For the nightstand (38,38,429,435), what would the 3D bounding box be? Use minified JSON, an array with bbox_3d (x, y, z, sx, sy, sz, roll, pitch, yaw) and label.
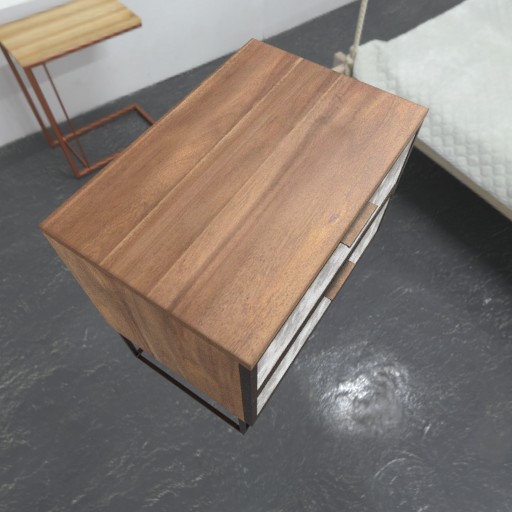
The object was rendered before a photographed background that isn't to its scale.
[{"bbox_3d":[0.000,0.000,1.030,0.427,0.611,0.605,30,63,17],"label":"nightstand"}]
